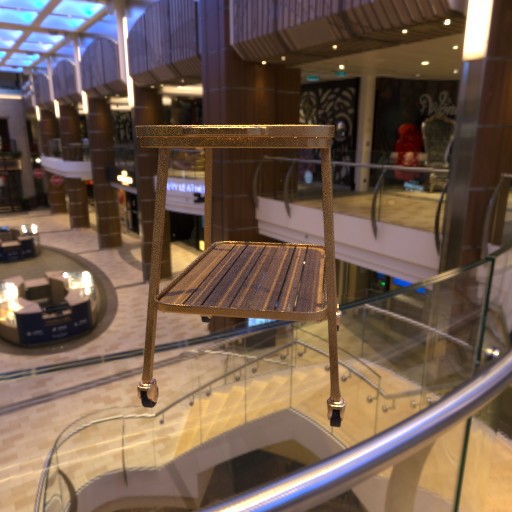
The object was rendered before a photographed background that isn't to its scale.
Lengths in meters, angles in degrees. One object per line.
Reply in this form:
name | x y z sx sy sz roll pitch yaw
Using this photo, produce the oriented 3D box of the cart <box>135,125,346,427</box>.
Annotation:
cart | 0.000 0.000 1.264 0.524 0.700 0.806 2 15 9
